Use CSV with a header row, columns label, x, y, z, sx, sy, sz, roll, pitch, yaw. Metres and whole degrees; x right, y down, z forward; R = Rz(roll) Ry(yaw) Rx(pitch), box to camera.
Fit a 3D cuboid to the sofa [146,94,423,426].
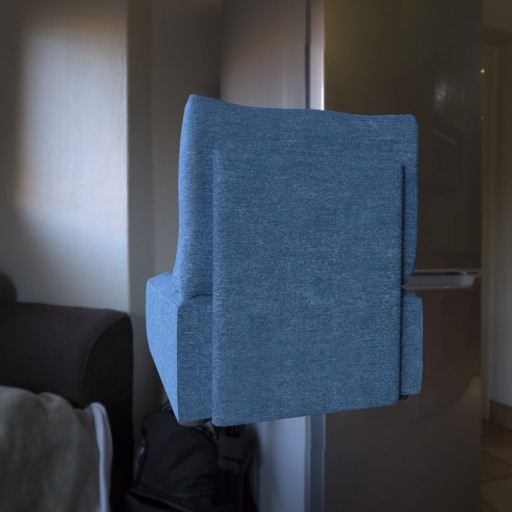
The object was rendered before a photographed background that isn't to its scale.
label,x,y,z,sx,sy,sz,roll,pitch,yaw
sofa,0.000,0.000,1.593,0.700,0.820,1.000,0,1,-18
